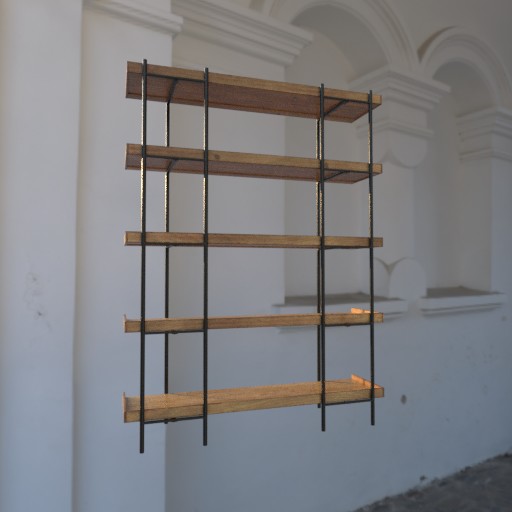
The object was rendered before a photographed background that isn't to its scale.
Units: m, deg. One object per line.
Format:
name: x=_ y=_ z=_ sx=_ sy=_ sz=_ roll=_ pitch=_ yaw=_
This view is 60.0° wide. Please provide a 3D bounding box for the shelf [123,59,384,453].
shelf: x=0.000 y=0.000 z=2.411 sx=1.371 sy=1.826 sz=0.379 roll=1 pitch=-2 yaw=-17
